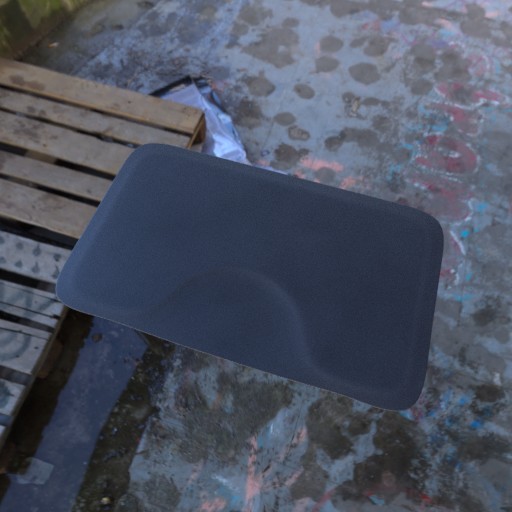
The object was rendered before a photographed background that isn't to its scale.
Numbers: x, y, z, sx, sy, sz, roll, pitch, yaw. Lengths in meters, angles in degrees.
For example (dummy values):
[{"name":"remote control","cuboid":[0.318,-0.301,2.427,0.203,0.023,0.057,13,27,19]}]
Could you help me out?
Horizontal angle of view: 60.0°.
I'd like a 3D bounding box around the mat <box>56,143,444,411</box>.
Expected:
[{"name":"mat","cuboid":[0.000,0.000,1.895,1.524,0.013,0.918,16,64,8]}]
